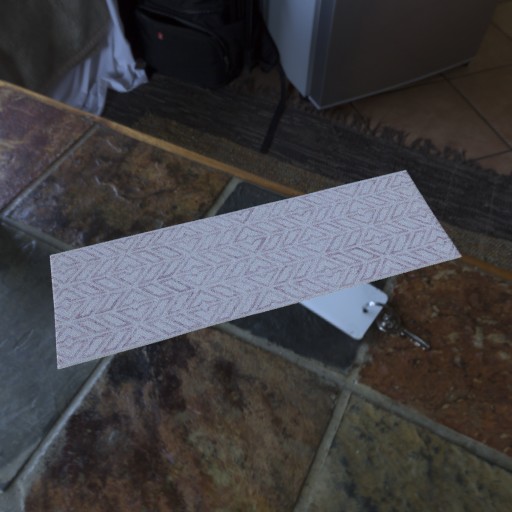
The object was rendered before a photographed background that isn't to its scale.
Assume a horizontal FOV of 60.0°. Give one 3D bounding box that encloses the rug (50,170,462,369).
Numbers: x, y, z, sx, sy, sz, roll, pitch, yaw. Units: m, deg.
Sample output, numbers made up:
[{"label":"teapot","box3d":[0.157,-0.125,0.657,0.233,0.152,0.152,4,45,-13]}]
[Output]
[{"label":"rug","box3d":[0.000,0.000,2.741,2.435,0.009,0.750,-14,59,-9]}]
